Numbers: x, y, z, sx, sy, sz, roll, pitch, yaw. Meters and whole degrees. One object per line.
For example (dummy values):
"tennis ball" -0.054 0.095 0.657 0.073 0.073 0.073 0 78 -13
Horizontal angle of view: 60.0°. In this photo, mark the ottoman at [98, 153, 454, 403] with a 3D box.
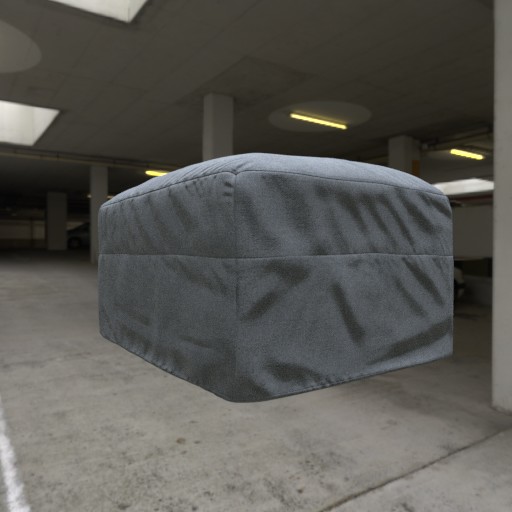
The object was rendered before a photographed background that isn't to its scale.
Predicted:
"ottoman" 0.000 0.000 1.231 0.683 0.481 0.837 -1 1 -35
